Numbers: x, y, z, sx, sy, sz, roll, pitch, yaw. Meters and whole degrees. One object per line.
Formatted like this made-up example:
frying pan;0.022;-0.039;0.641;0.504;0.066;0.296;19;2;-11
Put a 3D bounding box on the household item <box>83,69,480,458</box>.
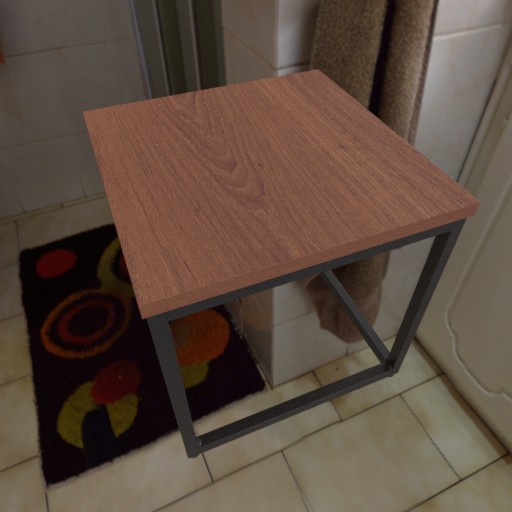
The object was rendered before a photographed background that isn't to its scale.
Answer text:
household item;0.000;0.000;0.734;0.400;0.400;0.400;-16;48;-16
